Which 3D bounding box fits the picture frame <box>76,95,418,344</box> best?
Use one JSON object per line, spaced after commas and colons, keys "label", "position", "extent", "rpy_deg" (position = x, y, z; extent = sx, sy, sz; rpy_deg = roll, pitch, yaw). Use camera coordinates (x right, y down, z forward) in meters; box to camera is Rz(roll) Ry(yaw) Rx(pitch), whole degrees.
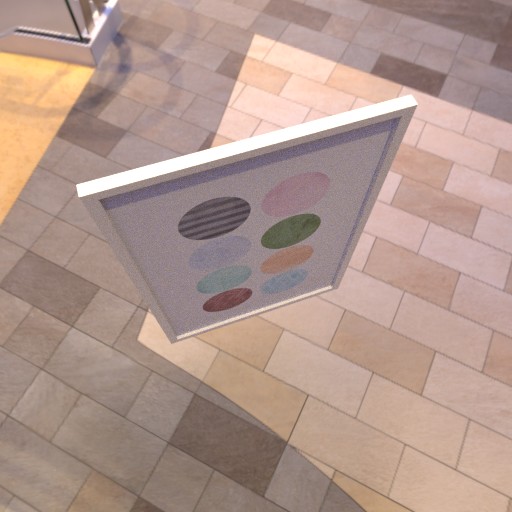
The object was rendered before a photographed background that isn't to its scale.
{"label": "picture frame", "position": [0.000, 0.000, 0.574], "extent": [0.305, 0.434, 0.013], "rpy_deg": [-17, 65, -8]}
